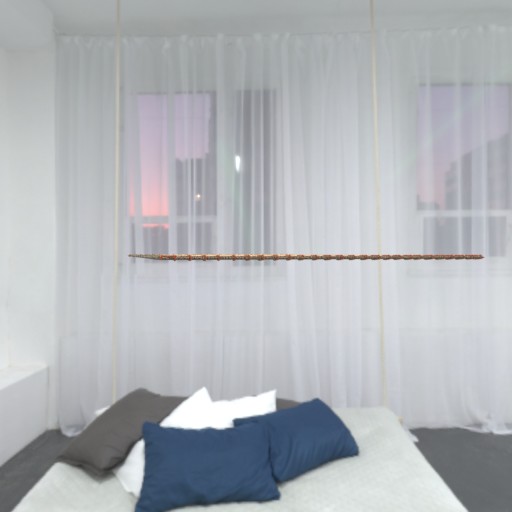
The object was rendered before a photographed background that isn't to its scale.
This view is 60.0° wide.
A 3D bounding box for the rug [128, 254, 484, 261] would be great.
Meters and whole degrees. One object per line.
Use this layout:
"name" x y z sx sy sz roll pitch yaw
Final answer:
"rug" 0.000 0.000 2.319 1.220 0.019 1.838 0 0 -19
